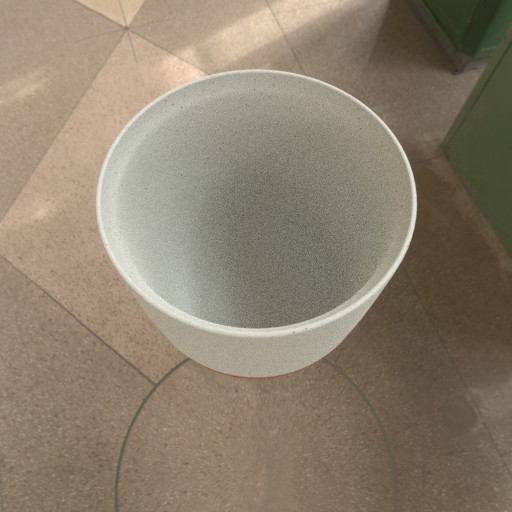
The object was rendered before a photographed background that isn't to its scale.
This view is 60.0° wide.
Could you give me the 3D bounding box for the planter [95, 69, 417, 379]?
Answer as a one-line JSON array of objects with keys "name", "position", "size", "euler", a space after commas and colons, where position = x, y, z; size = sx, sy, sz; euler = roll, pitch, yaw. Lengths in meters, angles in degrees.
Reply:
[{"name": "planter", "position": [0.000, 0.000, 0.379], "size": [0.204, 0.214, 0.204], "euler": [0, 64, 0]}]
